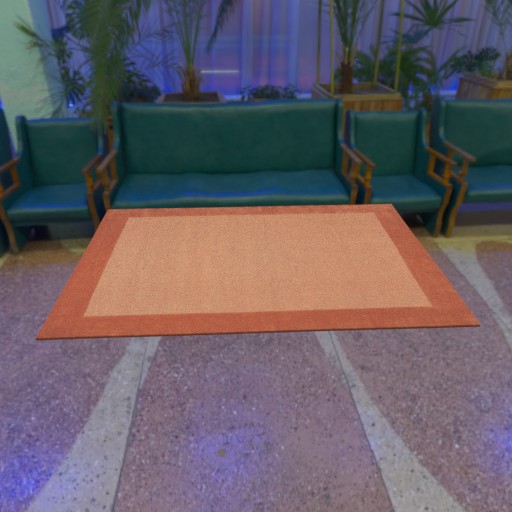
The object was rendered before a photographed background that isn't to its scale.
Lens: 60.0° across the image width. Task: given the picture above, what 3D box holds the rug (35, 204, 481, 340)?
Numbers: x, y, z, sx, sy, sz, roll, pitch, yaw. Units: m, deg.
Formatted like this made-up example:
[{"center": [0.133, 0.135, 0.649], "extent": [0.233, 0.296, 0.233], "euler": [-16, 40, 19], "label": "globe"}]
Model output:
[{"center": [0.000, 0.000, 2.336], "extent": [1.829, 0.014, 1.219], "euler": [-1, 31, -2], "label": "rug"}]
